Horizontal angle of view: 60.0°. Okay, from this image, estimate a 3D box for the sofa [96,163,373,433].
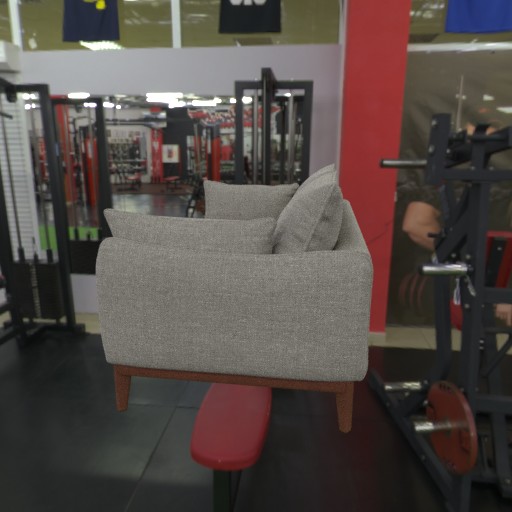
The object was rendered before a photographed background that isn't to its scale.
[{"bbox_3d":[0.000,0.000,2.184,0.972,0.851,1.580,2,14,9],"label":"sofa"}]
